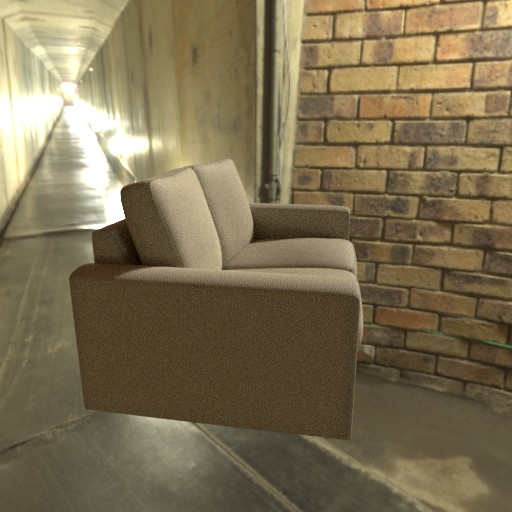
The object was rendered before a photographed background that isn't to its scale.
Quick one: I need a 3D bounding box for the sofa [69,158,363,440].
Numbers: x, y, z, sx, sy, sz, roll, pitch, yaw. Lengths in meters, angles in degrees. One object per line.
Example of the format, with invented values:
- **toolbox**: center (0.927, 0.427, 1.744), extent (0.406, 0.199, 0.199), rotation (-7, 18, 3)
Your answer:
- **sofa**: center (0.000, 0.000, 2.214), extent (1.016, 0.873, 1.616), rotation (3, 16, 10)
